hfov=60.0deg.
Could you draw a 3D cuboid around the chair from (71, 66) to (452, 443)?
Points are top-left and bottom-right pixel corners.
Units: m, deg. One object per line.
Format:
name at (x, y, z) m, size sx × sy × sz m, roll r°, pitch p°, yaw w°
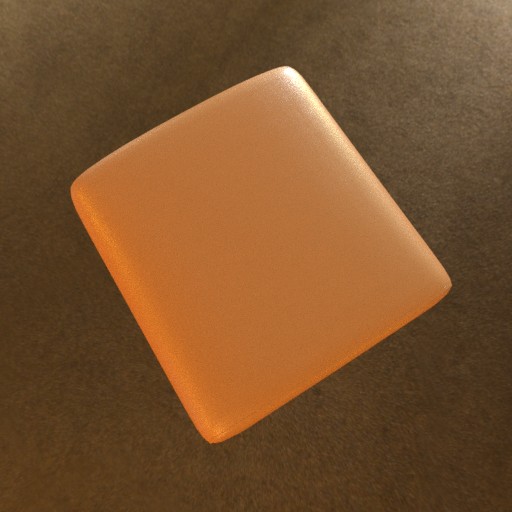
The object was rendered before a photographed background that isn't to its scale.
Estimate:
chair at (0.000, 0.000, 0.907) m, size 0.530 × 0.410 × 0.530 m, roll -31°, pitch 78°, yaw -7°
